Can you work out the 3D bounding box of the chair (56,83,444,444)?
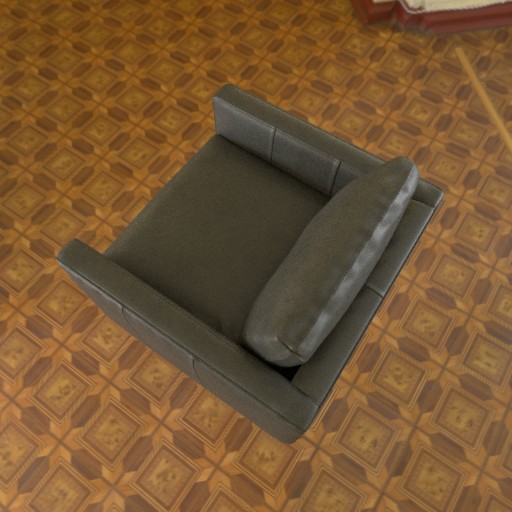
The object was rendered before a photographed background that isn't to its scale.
[{"bbox_3d":[0.000,0.000,1.487,0.861,0.824,0.967,31,67,15],"label":"chair"}]
